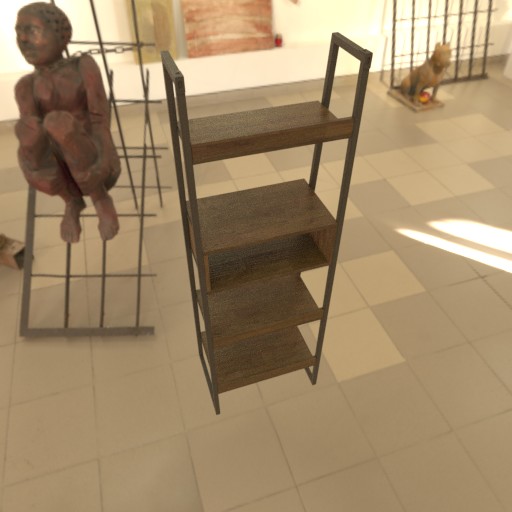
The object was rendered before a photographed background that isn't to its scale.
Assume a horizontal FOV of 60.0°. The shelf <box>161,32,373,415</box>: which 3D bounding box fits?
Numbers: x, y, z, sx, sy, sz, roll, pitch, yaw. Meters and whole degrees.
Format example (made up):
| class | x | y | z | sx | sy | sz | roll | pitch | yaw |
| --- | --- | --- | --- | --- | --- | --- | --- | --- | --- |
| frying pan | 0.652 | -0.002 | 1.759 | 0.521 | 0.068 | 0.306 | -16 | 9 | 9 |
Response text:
| class | x | y | z | sx | sy | sz | roll | pitch | yaw |
| --- | --- | --- | --- | --- | --- | --- | --- | --- | --- |
| shelf | 0.000 | 0.000 | 2.200 | 0.652 | 2.005 | 0.454 | -13 | 44 | -14 |
